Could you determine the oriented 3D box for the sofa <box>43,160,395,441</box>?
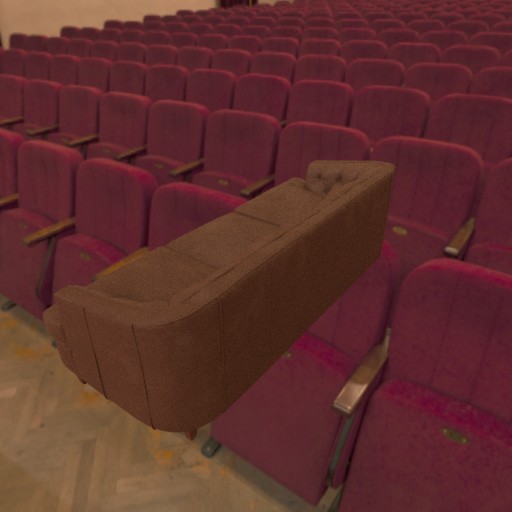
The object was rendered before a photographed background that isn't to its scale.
[{"bbox_3d":[0.000,0.000,2.639,0.927,0.787,2.227,21,36,31],"label":"sofa"}]
